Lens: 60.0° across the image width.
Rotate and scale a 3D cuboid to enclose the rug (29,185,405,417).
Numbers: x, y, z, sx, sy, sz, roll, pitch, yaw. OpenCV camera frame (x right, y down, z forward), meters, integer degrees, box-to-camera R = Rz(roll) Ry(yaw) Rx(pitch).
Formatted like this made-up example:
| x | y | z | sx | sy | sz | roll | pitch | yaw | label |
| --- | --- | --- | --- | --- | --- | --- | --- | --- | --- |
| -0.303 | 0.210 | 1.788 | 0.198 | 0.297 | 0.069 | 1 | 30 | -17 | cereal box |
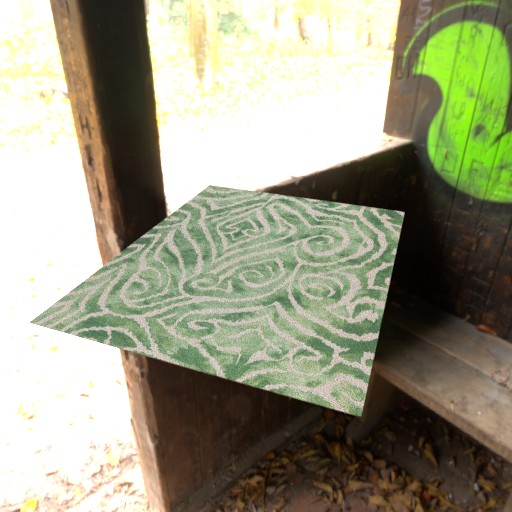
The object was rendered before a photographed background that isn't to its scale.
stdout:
| x | y | z | sx | sy | sz | roll | pitch | yaw | label |
| --- | --- | --- | --- | --- | --- | --- | --- | --- | --- |
| 0.000 | 0.000 | 4.138 | 2.436 | 0.007 | 3.045 | 11 | 31 | 18 | rug |
